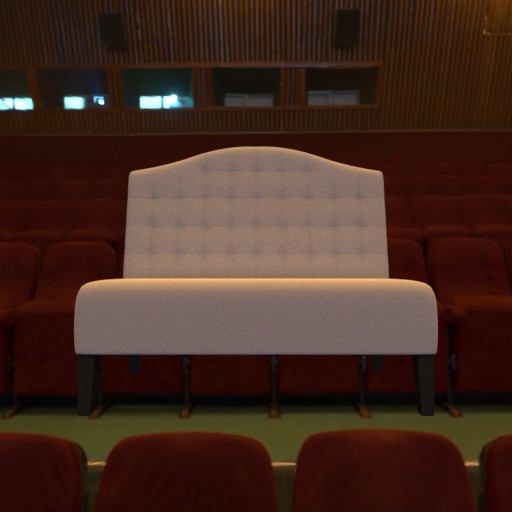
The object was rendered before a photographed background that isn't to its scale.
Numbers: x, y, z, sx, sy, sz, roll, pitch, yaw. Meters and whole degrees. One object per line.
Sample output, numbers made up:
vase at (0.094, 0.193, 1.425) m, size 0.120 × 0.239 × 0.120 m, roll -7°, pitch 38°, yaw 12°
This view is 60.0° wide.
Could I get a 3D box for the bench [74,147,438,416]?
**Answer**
bench at (0.000, 0.000, 2.007) m, size 1.335 × 1.180 × 0.815 m, roll 0°, pitch -1°, yaw 0°
